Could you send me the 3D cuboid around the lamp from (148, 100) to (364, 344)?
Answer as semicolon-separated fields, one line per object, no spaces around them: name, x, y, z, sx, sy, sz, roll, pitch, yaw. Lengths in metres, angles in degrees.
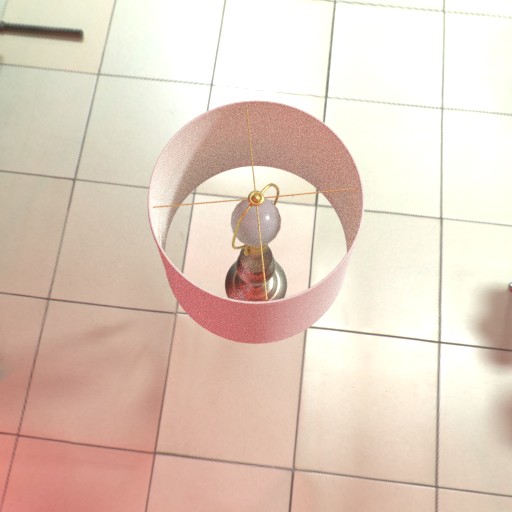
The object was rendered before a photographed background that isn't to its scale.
lamp;0.000;0.000;0.835;0.328;0.619;0.328;0;76;0
